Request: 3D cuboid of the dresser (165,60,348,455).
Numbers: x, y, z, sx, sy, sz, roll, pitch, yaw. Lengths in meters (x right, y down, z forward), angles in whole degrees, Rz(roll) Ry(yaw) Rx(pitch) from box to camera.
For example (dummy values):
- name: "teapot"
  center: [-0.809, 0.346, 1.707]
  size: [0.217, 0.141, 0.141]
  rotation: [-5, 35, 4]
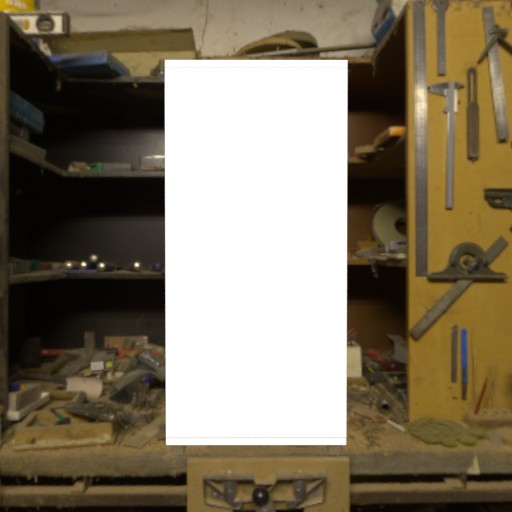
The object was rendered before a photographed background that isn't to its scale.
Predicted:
- name: "dresser"
  center: [0.000, 0.000, 1.668]
  size: [0.460, 1.000, 1.100]
  rotation: [0, 1, 0]
